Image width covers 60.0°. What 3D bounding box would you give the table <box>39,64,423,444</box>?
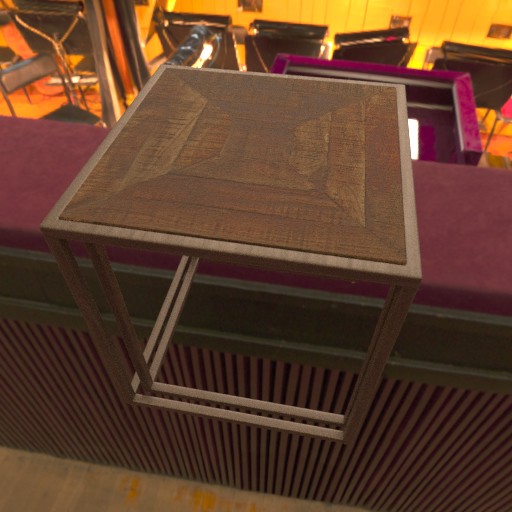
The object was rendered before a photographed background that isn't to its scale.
[{"bbox_3d":[0.000,0.000,0.835,0.449,0.500,0.450,8,48,7],"label":"table"}]
